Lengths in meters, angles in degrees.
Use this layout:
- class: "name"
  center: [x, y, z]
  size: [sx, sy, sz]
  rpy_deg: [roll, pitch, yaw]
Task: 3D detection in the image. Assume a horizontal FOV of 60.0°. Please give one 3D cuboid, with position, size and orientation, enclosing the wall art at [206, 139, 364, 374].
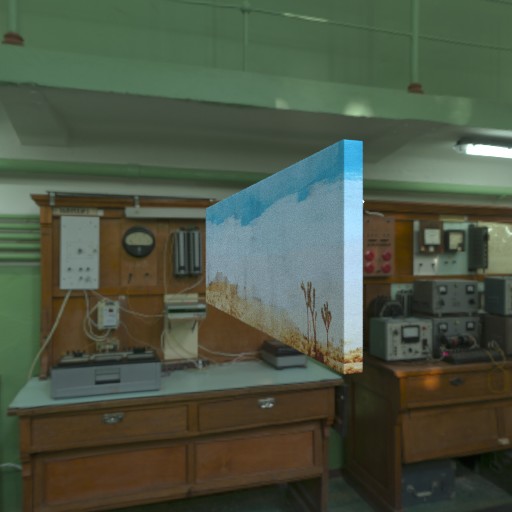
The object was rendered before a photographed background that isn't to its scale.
- class: "wall art"
  center: [0.000, 0.000, 0.845]
  size: [0.044, 0.254, 0.759]
  rpy_deg: [0, 0, -18]
